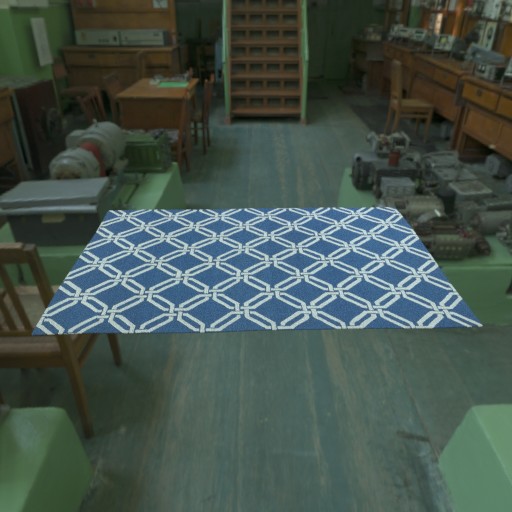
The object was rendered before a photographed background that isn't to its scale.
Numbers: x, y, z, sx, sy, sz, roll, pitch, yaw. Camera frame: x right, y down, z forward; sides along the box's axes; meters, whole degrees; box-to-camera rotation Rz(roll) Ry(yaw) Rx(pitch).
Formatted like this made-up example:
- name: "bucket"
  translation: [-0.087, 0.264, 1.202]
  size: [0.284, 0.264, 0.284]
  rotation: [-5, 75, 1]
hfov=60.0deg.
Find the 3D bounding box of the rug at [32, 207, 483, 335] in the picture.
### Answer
- name: "rug"
  translation: [0.000, 0.000, 2.197]
  size: [1.755, 0.010, 1.153]
  rotation: [-1, 30, -1]
